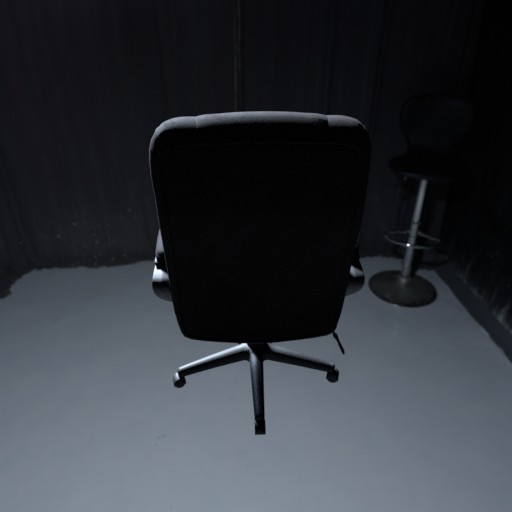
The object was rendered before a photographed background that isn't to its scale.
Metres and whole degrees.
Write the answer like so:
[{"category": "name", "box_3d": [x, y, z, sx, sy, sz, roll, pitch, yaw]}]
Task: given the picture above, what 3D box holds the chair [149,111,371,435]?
[{"category": "chair", "box_3d": [0.000, 0.000, 1.545, 0.667, 1.105, 0.724, -1, 30, -2]}]
